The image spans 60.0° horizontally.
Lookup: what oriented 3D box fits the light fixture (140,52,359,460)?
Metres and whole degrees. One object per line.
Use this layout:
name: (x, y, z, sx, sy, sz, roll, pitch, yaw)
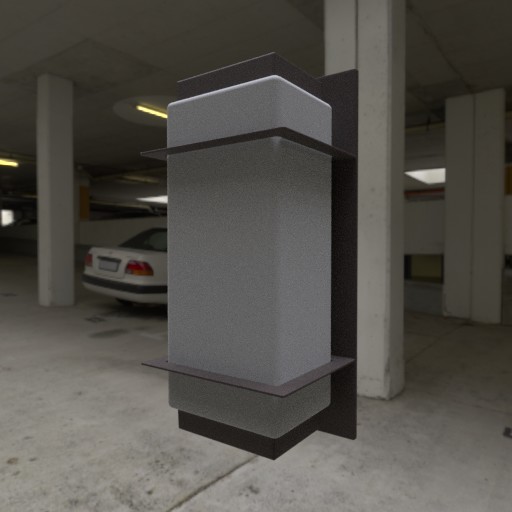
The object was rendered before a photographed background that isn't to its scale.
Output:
light fixture: (0.000, 0.000, 0.413, 0.153, 0.347, 0.146, 1, 2, 36)
